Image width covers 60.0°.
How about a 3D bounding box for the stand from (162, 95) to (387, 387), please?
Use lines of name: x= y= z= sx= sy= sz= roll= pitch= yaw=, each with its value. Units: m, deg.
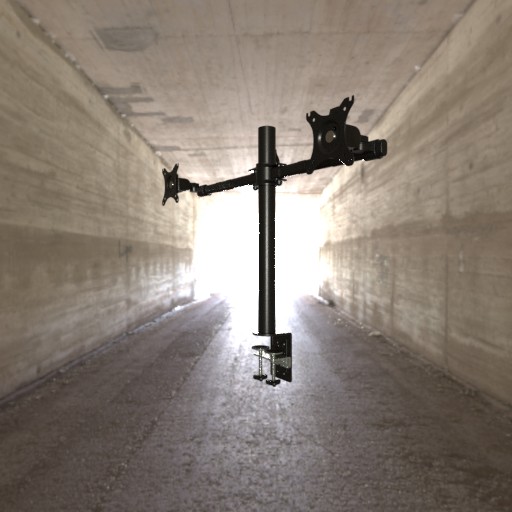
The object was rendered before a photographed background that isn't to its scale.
stand: x=0.000 y=0.000 z=1.031 sx=0.150 sy=0.603 sz=0.743 roll=0 pitch=1 yaw=-35
